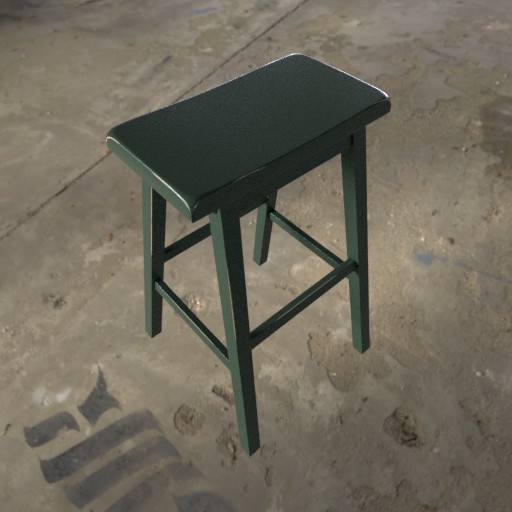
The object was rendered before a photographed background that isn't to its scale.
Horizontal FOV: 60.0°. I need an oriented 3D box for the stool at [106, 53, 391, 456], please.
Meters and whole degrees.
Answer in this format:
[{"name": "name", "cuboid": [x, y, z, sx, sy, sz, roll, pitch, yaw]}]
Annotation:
[{"name": "stool", "cuboid": [0.000, 0.000, 1.026, 0.457, 0.737, 0.476, -33, 56, -26]}]
